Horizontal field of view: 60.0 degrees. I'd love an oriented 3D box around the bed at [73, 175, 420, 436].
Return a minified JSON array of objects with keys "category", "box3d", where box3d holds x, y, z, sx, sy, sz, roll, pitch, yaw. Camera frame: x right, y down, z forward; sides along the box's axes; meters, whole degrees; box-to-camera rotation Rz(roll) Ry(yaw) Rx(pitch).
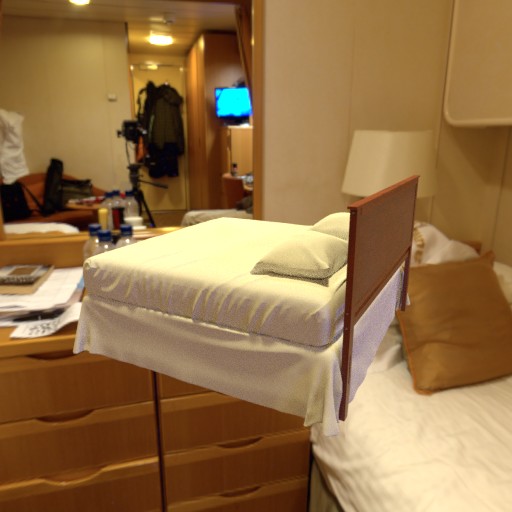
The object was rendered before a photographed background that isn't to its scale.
[{"category":"bed","box3d":[0.000,0.000,3.719,2.219,1.271,2.314,8,17,27]}]
